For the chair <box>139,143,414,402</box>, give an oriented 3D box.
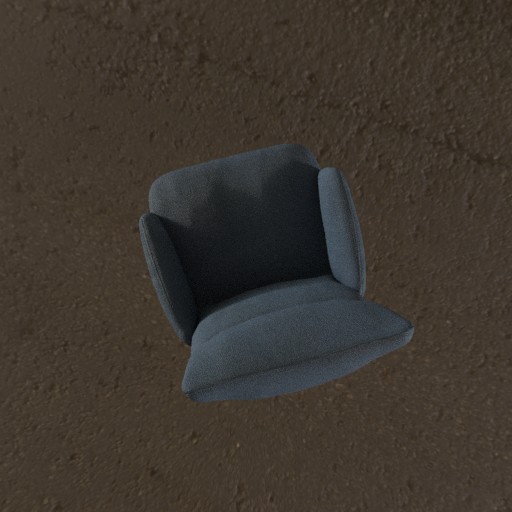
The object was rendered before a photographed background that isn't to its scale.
[{"bbox_3d":[0.000,0.000,1.548,0.711,1.016,0.889,-15,76,-4],"label":"chair"}]
